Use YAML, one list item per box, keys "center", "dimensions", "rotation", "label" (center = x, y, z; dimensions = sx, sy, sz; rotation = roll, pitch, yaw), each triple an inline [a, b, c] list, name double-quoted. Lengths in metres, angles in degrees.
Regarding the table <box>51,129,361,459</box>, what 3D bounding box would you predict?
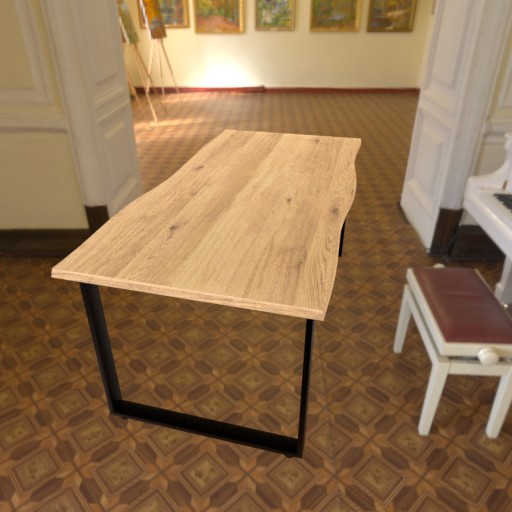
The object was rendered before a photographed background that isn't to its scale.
- center: [0.000, 0.000, 2.241]
  dimensions: [0.900, 0.780, 1.800]
  rotation: [8, 31, 13]
  label: "table"
